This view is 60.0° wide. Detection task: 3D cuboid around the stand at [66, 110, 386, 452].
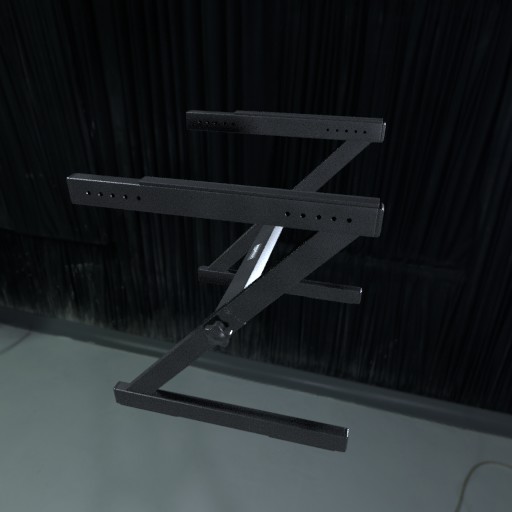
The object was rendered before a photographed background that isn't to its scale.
[{"bbox_3d":[0.000,0.000,1.186,0.586,0.617,0.700,7,31,13],"label":"stand"}]
